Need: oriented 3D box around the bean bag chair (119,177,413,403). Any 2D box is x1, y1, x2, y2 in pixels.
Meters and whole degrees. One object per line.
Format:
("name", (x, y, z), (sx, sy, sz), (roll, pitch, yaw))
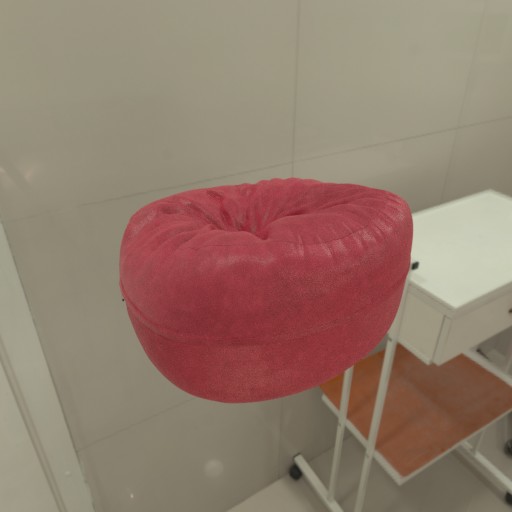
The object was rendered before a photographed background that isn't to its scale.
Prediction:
("bean bag chair", (0.000, 0.000, 2.433), (1.524, 0.878, 1.524), (-18, 34, -28))
